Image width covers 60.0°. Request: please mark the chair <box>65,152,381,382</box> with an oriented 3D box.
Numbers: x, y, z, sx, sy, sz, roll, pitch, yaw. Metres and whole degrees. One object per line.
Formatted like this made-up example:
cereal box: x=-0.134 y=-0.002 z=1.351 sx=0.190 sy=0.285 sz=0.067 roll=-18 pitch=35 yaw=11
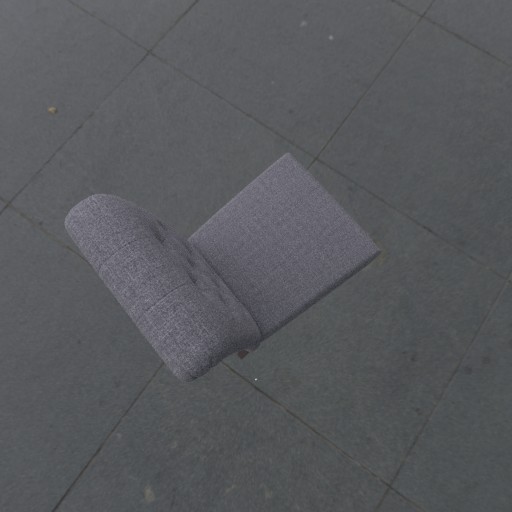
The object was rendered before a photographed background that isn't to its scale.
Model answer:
chair: x=0.000 y=0.000 z=1.327 sx=0.671 sy=1.006 sz=0.456 roll=-39 pitch=78 yaw=-10
